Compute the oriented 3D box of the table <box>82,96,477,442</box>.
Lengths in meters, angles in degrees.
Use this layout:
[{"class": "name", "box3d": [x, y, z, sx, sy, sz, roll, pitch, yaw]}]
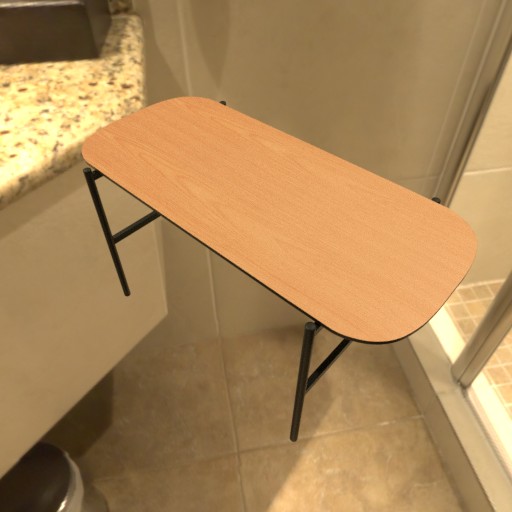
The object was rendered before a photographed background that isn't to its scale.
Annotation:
[{"class": "table", "box3d": [0.000, 0.000, 0.998, 0.800, 0.400, 0.400, 33, 54, 28]}]
